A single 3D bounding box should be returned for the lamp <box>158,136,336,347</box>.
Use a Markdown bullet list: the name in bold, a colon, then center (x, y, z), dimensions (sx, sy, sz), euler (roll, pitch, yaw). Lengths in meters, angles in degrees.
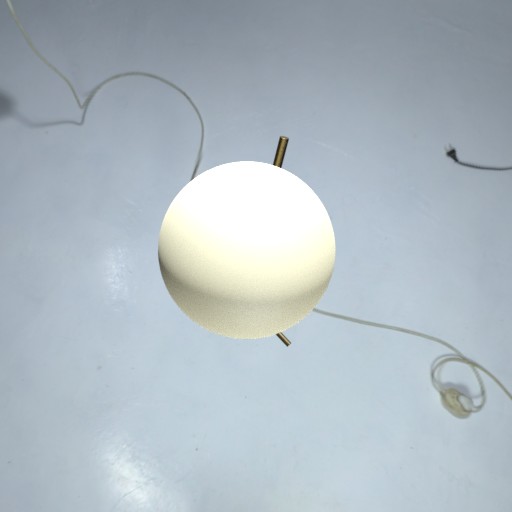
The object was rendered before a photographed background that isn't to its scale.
- **lamp**: center (0.000, 0.000, 0.659), dimensions (0.210, 0.552, 0.251), euler (16, 79, 3)
